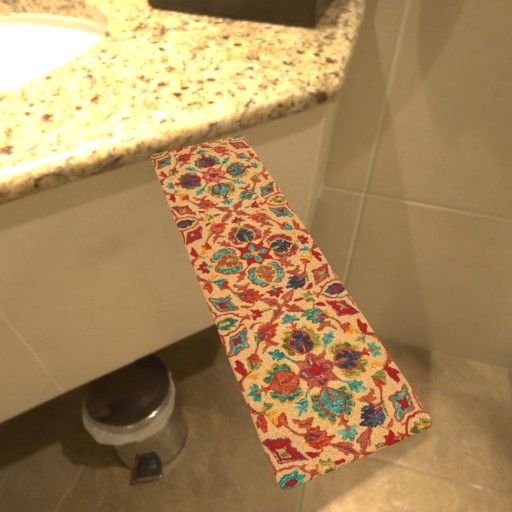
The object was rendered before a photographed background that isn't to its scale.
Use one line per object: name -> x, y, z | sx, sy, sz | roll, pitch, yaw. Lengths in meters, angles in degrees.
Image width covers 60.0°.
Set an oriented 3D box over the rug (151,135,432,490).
rug -> 0.000, 0.000, 2.438 | 0.693, 0.016, 2.273 | -16, 50, -14
